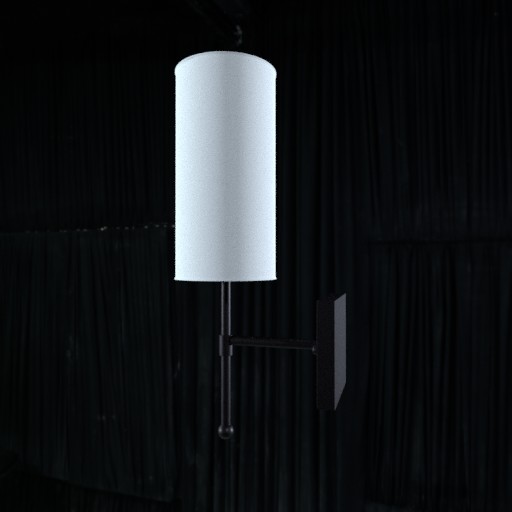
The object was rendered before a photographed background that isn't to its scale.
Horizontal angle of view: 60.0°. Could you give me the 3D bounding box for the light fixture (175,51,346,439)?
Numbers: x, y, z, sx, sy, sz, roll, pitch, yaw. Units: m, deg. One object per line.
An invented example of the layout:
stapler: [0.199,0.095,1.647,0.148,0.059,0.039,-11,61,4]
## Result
light fixture: [0.000,0.000,0.551,0.208,0.462,0.128,0,-1,17]
